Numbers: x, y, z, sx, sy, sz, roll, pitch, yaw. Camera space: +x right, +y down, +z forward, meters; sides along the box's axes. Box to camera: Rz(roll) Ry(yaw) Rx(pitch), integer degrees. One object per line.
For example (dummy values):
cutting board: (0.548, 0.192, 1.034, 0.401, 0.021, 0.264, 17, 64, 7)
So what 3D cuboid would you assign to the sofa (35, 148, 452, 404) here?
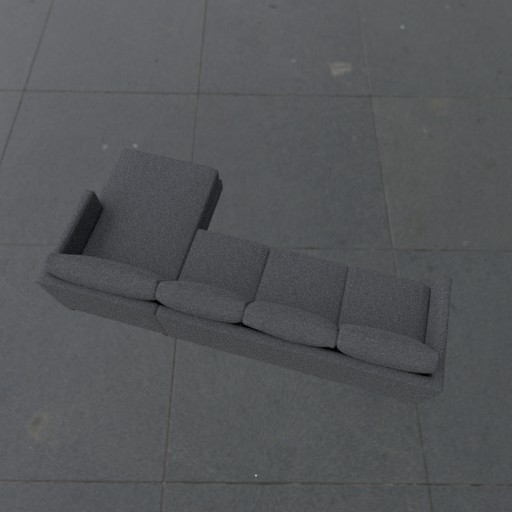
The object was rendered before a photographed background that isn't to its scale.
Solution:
sofa: (0.000, 0.000, 3.859, 3.186, 0.846, 1.625, 14, 64, 7)
